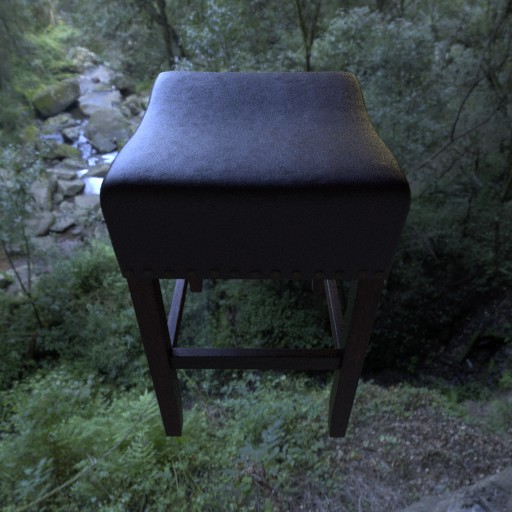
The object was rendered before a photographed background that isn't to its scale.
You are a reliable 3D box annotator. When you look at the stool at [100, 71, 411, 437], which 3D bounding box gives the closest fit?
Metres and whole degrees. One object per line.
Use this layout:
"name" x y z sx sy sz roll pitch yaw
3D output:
"stool" 0.000 0.000 0.908 0.397 0.608 0.465 0 40 0
